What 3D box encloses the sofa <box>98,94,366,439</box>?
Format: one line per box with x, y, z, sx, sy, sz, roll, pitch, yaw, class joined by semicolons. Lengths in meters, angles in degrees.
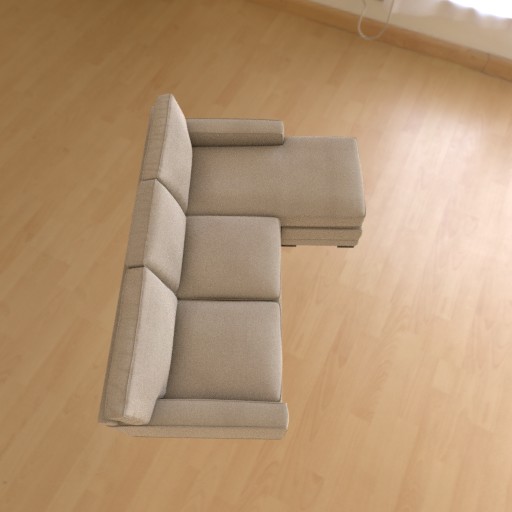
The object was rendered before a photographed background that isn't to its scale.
0.000;0.000;2.808;1.496;0.861;2.087;1;63;0;sofa
